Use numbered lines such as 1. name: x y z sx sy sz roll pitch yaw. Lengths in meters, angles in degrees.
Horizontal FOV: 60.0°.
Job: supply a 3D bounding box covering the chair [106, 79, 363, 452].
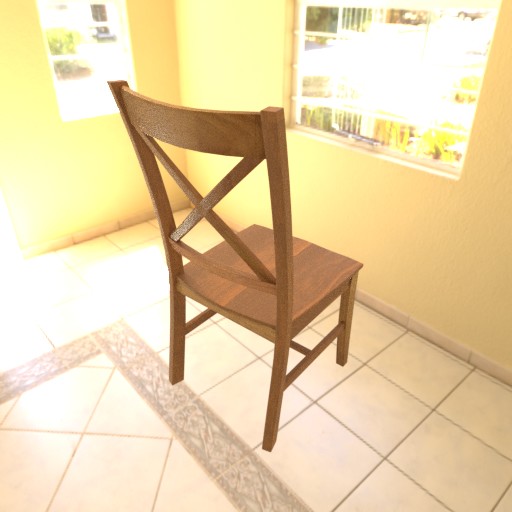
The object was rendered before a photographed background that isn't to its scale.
1. chair: 0.000 0.000 1.302 0.485 0.983 0.542 23 38 33
